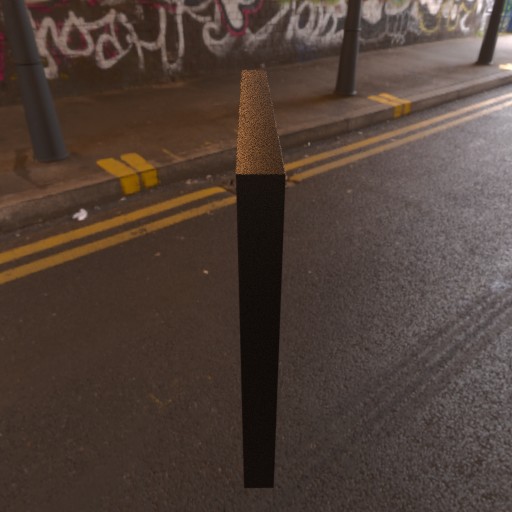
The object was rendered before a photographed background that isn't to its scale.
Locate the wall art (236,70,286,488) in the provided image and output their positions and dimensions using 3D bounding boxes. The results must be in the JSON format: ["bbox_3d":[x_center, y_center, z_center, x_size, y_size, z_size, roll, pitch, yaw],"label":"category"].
[{"bbox_3d":[0.000,0.000,0.477,0.029,0.318,0.327,0,32,-1],"label":"wall art"}]
